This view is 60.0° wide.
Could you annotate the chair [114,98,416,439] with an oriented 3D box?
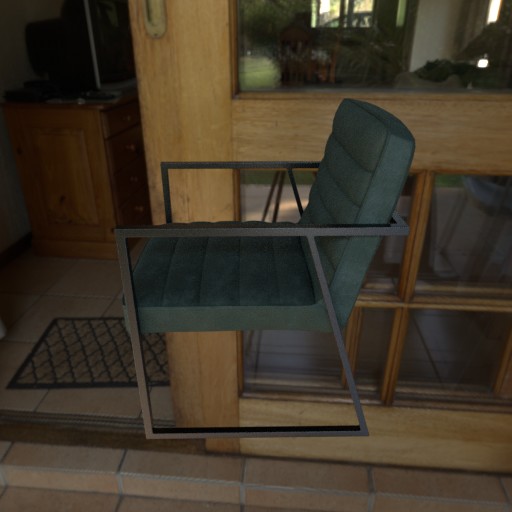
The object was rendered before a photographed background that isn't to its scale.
[{"bbox_3d":[0.000,0.000,1.288,0.677,0.833,0.571,0,26,-1],"label":"chair"}]
